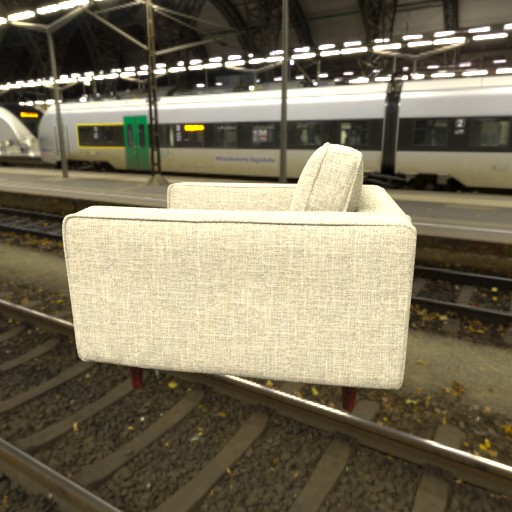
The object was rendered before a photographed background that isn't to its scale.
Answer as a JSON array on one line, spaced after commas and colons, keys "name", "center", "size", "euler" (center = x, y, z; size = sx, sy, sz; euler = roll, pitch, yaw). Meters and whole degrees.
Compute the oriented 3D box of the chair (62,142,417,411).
[{"name": "chair", "center": [0.000, 0.000, 1.543], "size": [0.914, 0.765, 0.889], "euler": [3, 15, 10]}]
